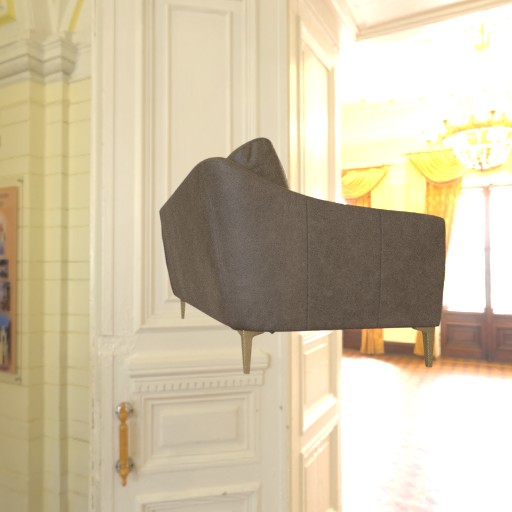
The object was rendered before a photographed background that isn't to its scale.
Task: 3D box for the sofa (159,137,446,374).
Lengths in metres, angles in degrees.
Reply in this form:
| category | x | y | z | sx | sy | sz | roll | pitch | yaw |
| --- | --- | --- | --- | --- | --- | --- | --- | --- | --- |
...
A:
| category | x | y | z | sx | sy | sz | roll | pitch | yaw |
| --- | --- | --- | --- | --- | --- | --- | --- | --- | --- |
| sofa | 0.000 | 0.000 | 2.551 | 0.960 | 0.902 | 2.036 | 0 | -1 | -17 |
